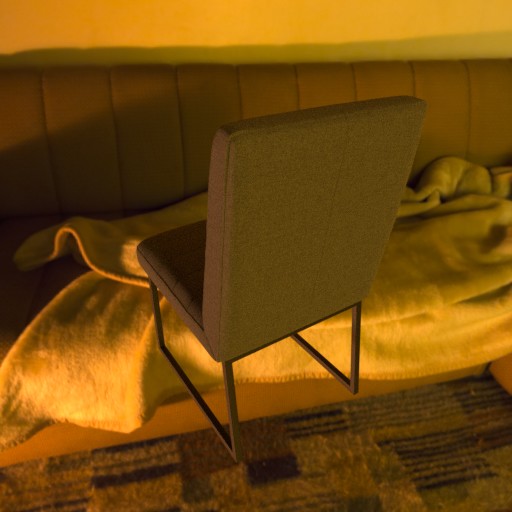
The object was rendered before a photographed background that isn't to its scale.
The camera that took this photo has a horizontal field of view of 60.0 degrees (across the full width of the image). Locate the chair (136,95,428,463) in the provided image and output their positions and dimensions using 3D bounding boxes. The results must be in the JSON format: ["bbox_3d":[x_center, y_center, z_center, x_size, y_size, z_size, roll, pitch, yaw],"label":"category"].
[{"bbox_3d":[0.000,0.000,1.285,0.520,0.930,0.634,-18,35,-28],"label":"chair"}]
